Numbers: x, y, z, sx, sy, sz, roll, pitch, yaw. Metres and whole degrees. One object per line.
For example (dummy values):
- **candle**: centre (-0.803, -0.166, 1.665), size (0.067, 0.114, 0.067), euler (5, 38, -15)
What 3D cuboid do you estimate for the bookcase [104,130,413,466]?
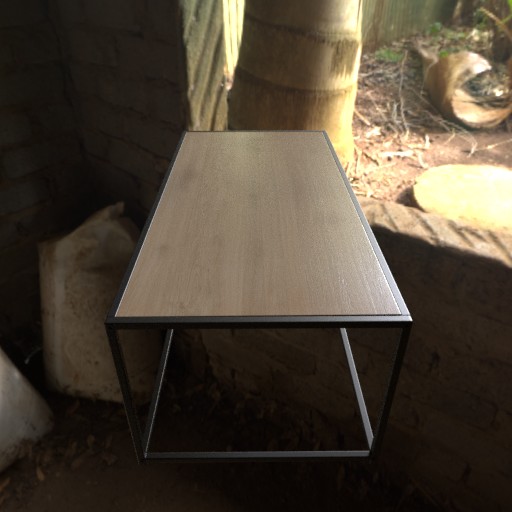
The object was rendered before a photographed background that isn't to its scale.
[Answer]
- **bookcase**: centre (0.000, 0.000, 1.242), size (0.500, 0.400, 1.000), euler (0, 33, 0)
